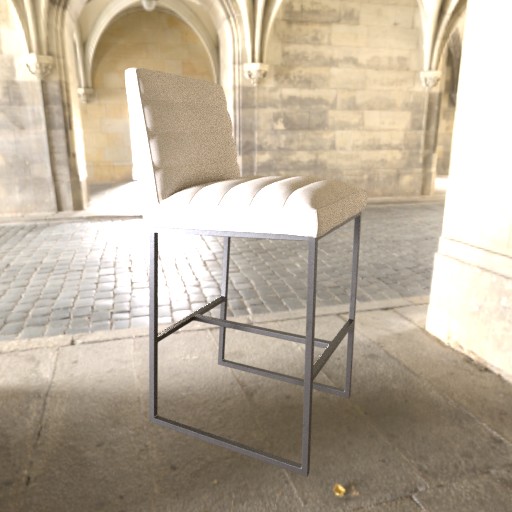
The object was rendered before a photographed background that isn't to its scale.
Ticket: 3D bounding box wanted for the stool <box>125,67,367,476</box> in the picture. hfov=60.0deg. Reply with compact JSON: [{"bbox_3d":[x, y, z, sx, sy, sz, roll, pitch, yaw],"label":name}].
[{"bbox_3d":[0.000,0.000,1.358,0.573,1.061,0.464,7,16,26],"label":"stool"}]
